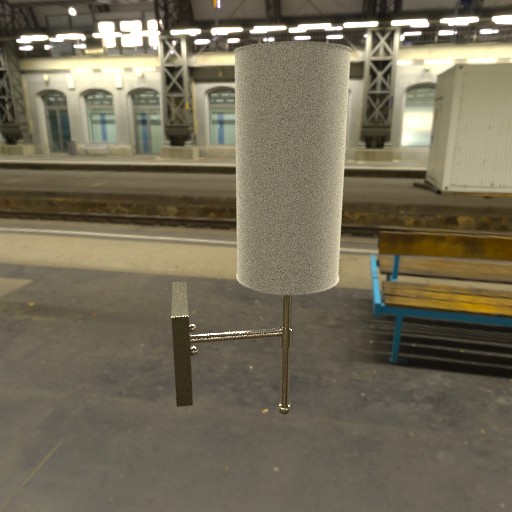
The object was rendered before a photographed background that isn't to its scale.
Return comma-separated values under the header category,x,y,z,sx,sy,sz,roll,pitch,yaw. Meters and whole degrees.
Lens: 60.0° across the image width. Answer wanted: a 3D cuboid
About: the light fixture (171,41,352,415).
category,x,y,z,sx,sy,sz,roll,pitch,yaw
light fixture,0.000,0.000,0.544,0.208,0.462,0.128,-3,17,-9
